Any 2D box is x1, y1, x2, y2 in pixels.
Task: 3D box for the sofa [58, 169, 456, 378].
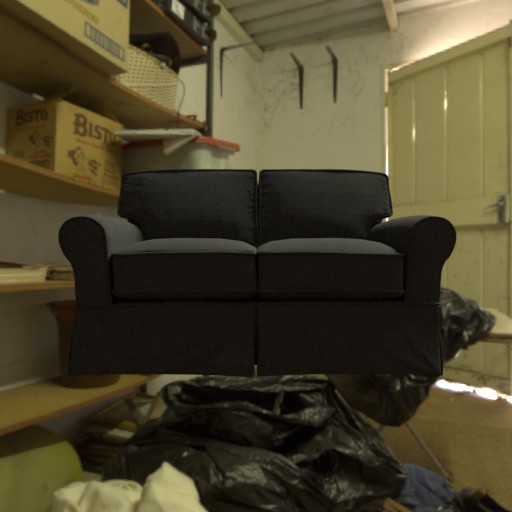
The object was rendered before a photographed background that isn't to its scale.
[{"bbox_3d":[0.000,0.000,2.405,1.801,1.059,0.997,0,0,0],"label":"sofa"}]
